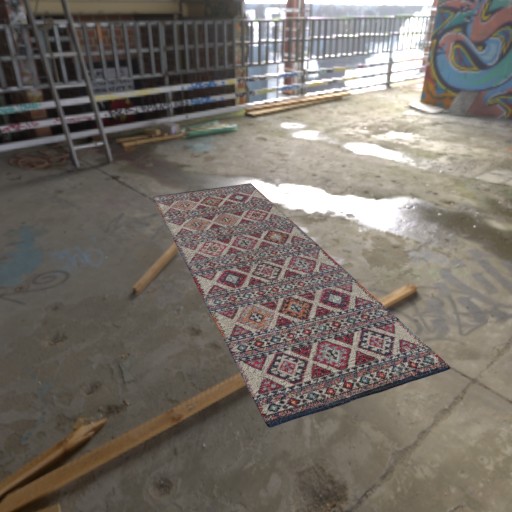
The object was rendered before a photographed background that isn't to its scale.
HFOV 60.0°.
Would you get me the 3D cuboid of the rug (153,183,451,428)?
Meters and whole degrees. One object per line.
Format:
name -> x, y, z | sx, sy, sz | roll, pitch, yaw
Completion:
rug -> 0.000, 0.000, 2.668 | 0.832, 0.008, 2.362 | -11, 31, -18
